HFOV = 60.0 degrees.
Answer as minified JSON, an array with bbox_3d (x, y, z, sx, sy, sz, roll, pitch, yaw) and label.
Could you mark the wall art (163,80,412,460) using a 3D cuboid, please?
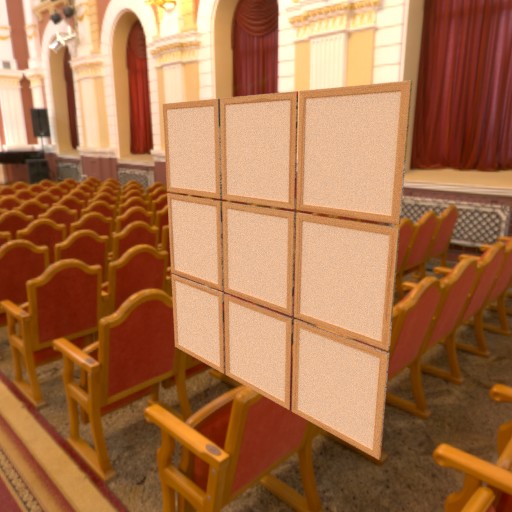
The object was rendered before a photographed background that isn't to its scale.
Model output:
[{"bbox_3d":[0.000,0.000,2.241,0.013,1.534,1.519,-14,21,-43],"label":"wall art"}]
